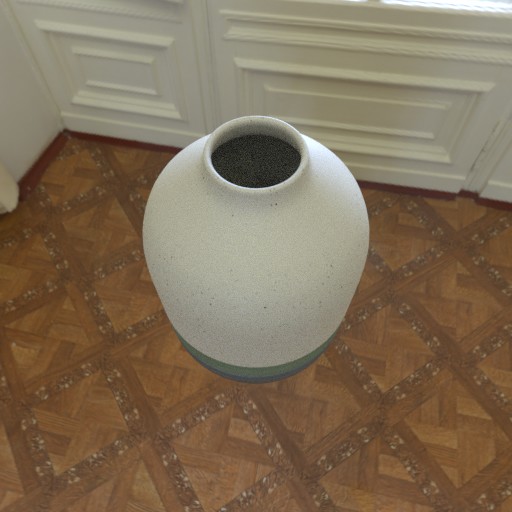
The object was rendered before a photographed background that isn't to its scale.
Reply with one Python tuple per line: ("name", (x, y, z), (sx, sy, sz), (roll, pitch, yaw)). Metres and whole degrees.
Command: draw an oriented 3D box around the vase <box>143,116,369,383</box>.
("vase", (0.000, 0.000, 0.367), (0.169, 0.240, 0.169), (0, 59, 0))
